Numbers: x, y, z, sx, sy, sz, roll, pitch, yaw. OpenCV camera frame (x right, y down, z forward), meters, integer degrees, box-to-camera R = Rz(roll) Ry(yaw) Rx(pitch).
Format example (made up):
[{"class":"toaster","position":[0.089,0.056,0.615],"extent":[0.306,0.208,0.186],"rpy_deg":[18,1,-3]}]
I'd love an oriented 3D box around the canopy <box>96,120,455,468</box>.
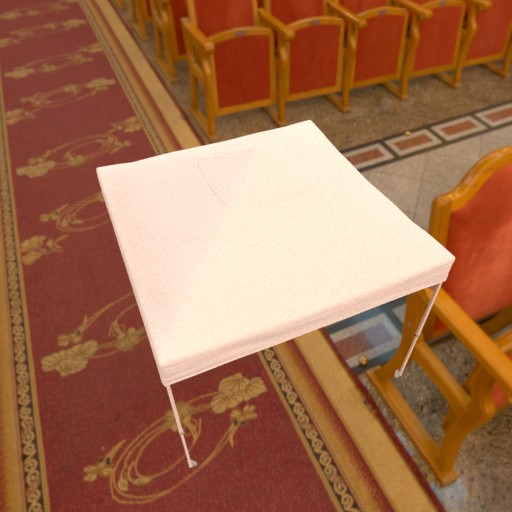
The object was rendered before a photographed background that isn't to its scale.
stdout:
[{"class":"canopy","position":[0.000,0.000,5.402],"extent":[2.998,2.997,2.996],"rpy_deg":[-17,48,-16]}]
